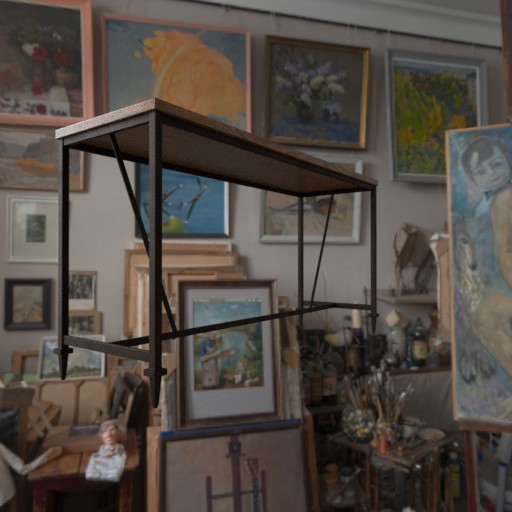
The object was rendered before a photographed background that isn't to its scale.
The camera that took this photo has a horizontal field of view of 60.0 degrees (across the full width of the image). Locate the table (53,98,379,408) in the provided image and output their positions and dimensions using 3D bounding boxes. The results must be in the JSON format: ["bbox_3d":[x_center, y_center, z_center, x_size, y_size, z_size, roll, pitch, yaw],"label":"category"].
[{"bbox_3d":[0.000,0.000,2.113,0.551,0.902,1.700,0,0,37],"label":"table"}]
